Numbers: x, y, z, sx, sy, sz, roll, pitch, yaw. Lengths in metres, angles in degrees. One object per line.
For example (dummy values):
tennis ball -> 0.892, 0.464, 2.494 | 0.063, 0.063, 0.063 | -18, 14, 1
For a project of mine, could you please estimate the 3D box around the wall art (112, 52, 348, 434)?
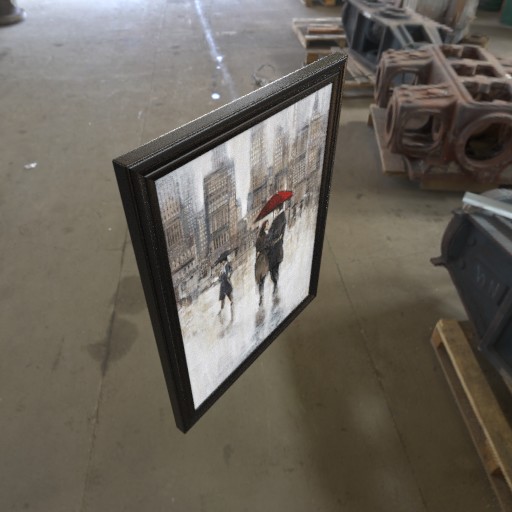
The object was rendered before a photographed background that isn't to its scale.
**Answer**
wall art -> 0.000, 0.000, 1.631 | 0.053, 1.194, 0.950 | 28, 49, 28
